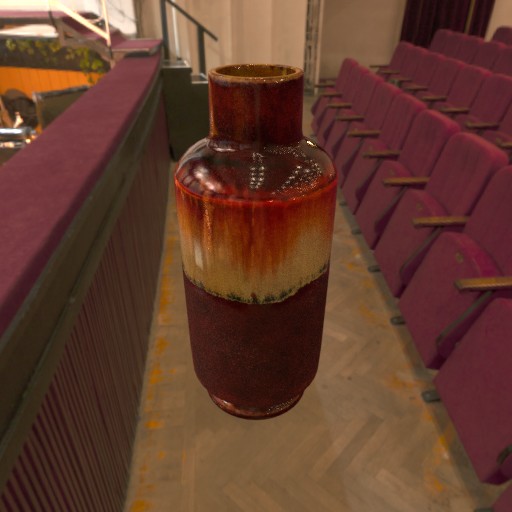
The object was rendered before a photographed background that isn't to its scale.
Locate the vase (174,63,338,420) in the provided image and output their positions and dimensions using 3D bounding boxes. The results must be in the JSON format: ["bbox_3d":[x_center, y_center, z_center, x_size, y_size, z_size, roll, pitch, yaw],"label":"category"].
[{"bbox_3d":[0.000,0.000,0.334,0.111,0.261,0.111,0,31,0],"label":"vase"}]
